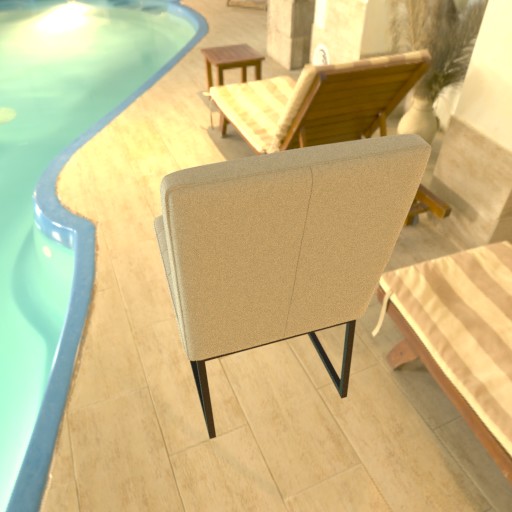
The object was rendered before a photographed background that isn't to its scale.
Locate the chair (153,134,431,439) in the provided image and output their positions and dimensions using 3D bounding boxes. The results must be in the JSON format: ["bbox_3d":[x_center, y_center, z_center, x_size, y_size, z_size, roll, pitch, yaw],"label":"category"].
[{"bbox_3d":[0.000,0.000,1.282,0.520,0.930,0.634,-12,42,-14],"label":"chair"}]
